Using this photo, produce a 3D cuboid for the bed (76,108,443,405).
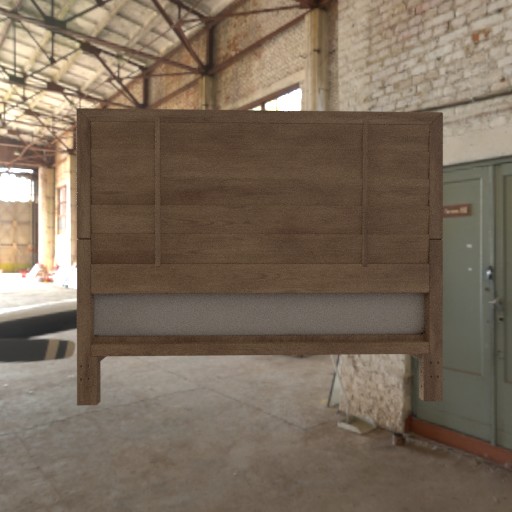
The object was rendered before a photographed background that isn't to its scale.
[{"bbox_3d":[0.000,0.000,3.467,2.032,1.626,2.032,0,0,-2],"label":"bed"}]
